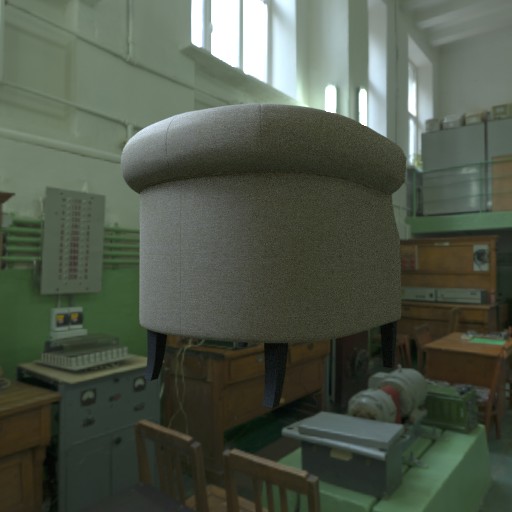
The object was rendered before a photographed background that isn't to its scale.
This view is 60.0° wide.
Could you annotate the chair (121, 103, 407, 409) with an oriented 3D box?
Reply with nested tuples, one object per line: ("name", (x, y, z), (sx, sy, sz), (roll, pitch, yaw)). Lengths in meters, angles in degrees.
("chair", (0.000, 0.000, 1.566), (0.905, 0.827, 0.852), (-1, -1, 36))
